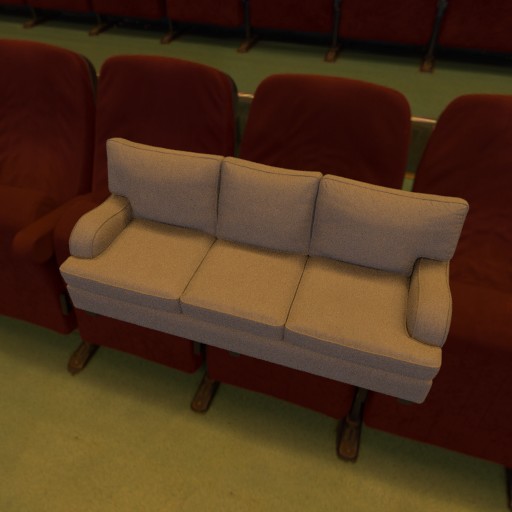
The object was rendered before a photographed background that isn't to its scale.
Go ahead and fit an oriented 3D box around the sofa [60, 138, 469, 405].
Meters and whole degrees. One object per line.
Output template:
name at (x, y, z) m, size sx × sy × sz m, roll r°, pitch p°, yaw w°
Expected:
sofa at (0.000, 0.000, 2.830) m, size 2.323 × 0.991 × 1.016 m, roll 13°, pitch 44°, yaw 13°
